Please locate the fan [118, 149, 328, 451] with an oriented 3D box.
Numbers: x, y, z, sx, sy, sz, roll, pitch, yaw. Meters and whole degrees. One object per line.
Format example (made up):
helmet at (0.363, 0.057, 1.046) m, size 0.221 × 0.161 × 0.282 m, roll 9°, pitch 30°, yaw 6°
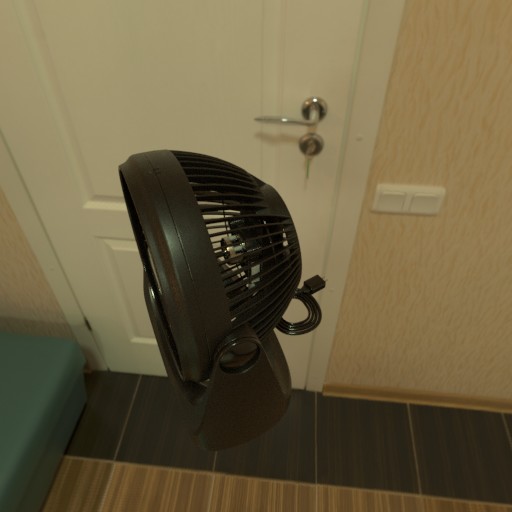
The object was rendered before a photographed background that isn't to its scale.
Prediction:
fan at (0.000, 0.000, 0.499) m, size 0.256 × 0.277 × 0.273 m, roll -17°, pitch 47°, yaw -16°
